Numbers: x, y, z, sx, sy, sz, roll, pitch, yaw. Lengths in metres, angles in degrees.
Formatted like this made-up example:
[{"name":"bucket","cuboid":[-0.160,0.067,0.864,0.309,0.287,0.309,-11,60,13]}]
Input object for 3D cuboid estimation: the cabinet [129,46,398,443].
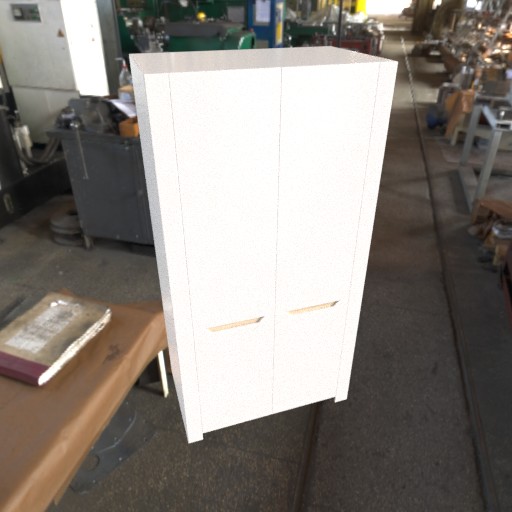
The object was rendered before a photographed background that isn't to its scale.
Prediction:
[{"name":"cabinet","cuboid":[0.000,0.000,2.332,0.980,1.920,0.580,-10,32,-16]}]
